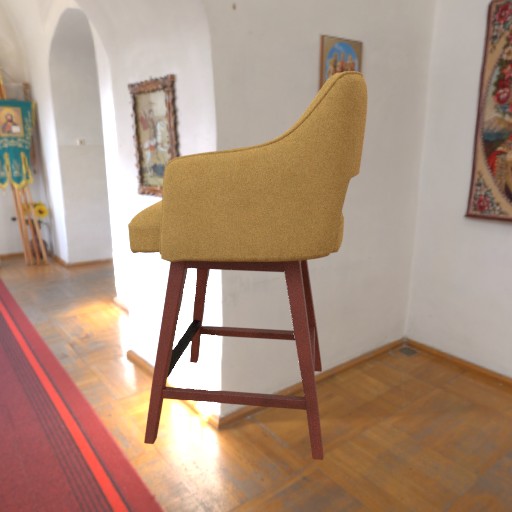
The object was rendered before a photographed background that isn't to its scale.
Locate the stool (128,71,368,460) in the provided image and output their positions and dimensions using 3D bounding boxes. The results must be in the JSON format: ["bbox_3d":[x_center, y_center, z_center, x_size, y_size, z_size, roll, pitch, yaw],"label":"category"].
[{"bbox_3d":[0.000,0.000,1.240,0.558,0.924,0.548,2,15,7],"label":"stool"}]
